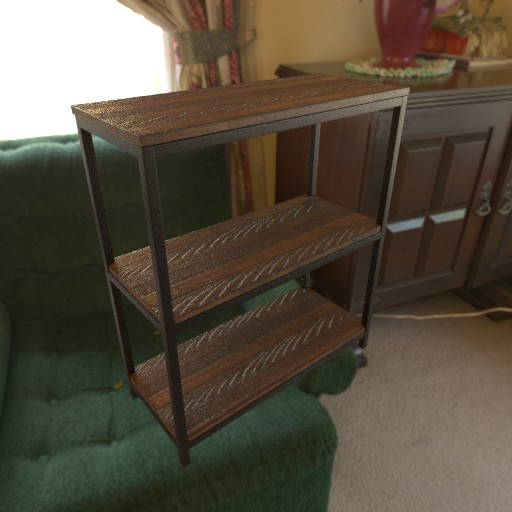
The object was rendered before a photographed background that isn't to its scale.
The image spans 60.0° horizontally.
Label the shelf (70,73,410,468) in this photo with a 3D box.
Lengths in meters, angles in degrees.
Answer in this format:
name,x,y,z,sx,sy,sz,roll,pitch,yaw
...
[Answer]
name,x,y,z,sx,sy,sz,roll,pitch,yaw
shelf,0.000,0.000,1.369,0.822,0.947,0.352,-22,37,-33
